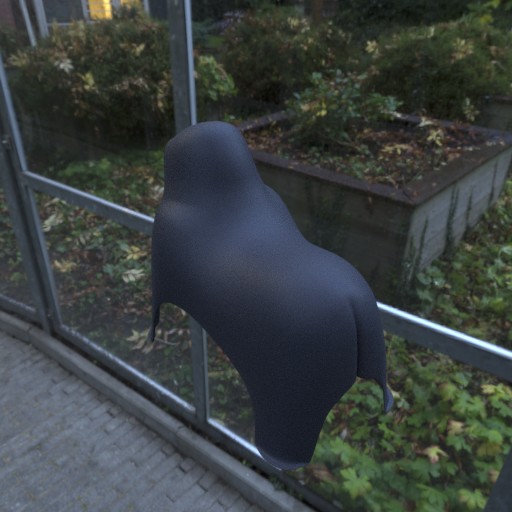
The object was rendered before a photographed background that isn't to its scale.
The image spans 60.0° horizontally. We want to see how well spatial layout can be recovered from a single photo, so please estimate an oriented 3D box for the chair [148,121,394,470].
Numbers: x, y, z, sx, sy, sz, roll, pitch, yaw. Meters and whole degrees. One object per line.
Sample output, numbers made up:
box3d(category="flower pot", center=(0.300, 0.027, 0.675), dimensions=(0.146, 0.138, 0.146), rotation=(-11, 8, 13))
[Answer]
box3d(category="chair", center=(0.000, 0.000, 1.132), dimensions=(0.490, 0.600, 0.758), rotation=(-18, 34, -30))
